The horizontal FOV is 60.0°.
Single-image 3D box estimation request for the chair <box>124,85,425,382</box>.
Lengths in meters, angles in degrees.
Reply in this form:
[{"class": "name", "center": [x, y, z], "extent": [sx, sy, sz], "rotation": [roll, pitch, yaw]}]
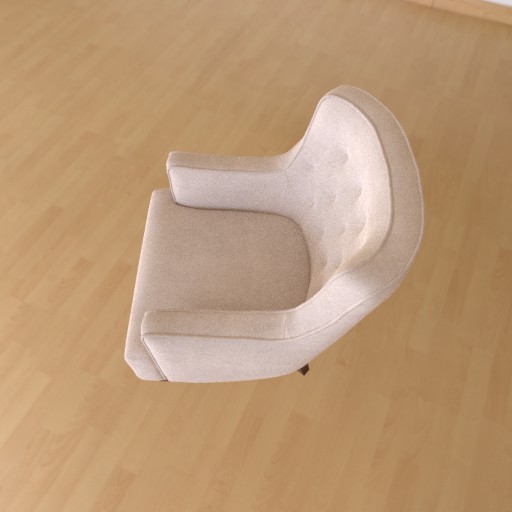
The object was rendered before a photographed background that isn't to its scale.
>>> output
[{"class": "chair", "center": [0.000, 0.000, 1.610], "extent": [0.910, 0.920, 0.781], "rotation": [0, 58, 0]}]
